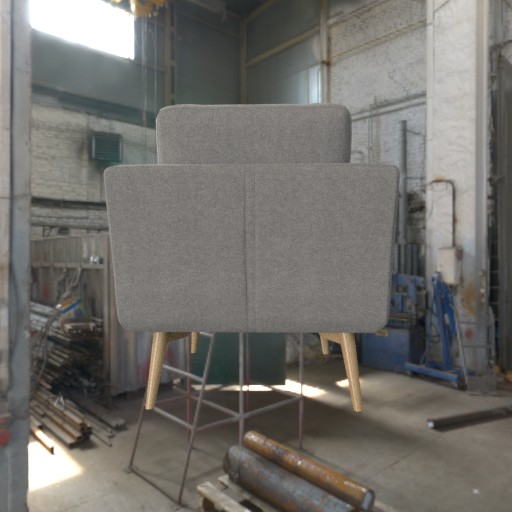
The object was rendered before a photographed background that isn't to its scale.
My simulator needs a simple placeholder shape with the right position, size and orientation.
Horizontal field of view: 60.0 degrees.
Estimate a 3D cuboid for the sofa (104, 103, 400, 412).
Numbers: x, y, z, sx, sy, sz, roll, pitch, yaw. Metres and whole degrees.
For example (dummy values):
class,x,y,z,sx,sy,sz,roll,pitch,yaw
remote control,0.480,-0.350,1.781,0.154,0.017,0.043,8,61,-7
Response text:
class,x,y,z,sx,sy,sz,roll,pitch,yaw
sofa,0.000,0.000,1.550,0.770,0.860,0.920,0,0,2
